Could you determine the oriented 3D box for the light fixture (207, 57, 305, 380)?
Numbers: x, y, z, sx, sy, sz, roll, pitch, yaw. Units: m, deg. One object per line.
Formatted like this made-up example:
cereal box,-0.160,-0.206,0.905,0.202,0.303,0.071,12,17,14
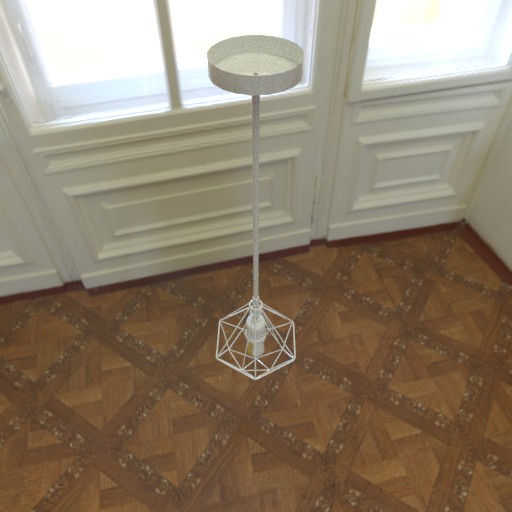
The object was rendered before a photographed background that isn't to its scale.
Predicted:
light fixture,0.000,0.000,1.968,0.487,1.764,0.431,24,51,21
